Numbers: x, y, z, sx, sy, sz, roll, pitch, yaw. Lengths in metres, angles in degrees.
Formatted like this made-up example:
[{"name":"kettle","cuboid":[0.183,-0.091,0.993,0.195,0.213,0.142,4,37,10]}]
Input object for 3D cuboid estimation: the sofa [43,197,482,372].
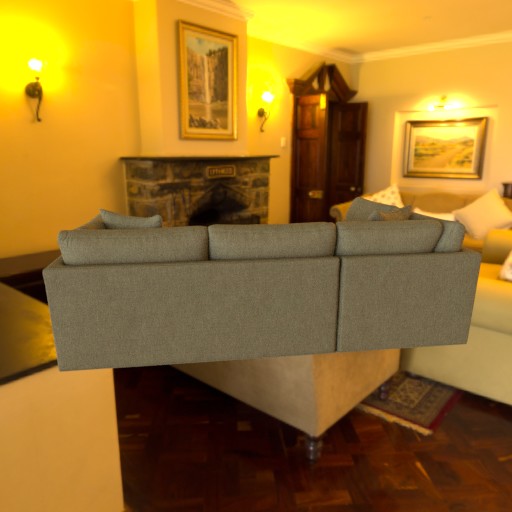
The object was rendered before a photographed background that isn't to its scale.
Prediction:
[{"name":"sofa","cuboid":[0.000,0.000,3.865,2.896,0.978,1.994,-2,13,-8]}]
